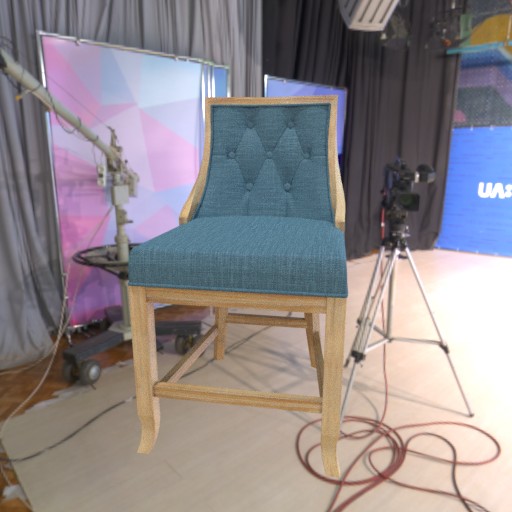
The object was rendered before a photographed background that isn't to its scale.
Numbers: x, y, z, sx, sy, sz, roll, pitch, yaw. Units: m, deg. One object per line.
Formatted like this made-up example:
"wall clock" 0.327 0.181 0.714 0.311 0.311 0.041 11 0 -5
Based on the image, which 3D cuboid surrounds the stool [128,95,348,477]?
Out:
"stool" 0.000 0.000 1.302 0.524 0.938 0.626 2 14 10
